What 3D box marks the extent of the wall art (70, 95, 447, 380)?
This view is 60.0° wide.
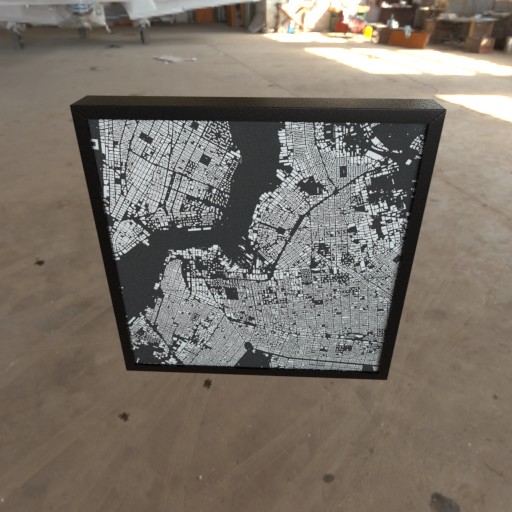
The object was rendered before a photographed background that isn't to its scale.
[{"bbox_3d":[0.000,0.000,0.445,0.299,0.299,0.037,1,32,2],"label":"wall art"}]
